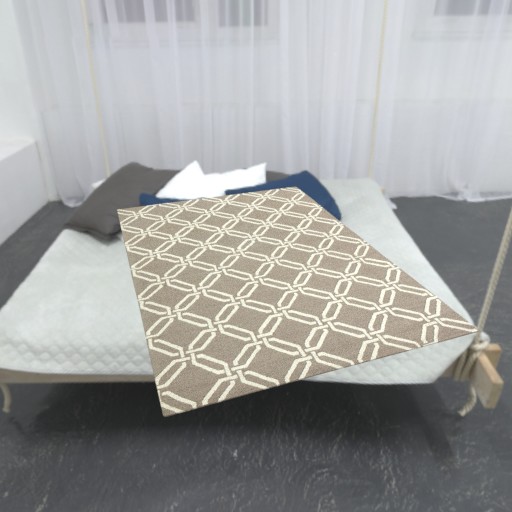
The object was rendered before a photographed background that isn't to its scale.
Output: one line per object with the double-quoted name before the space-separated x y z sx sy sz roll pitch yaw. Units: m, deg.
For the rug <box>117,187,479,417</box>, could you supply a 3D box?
"rug" 0.000 0.000 4.466 2.441 0.020 3.419 -10 31 -17
